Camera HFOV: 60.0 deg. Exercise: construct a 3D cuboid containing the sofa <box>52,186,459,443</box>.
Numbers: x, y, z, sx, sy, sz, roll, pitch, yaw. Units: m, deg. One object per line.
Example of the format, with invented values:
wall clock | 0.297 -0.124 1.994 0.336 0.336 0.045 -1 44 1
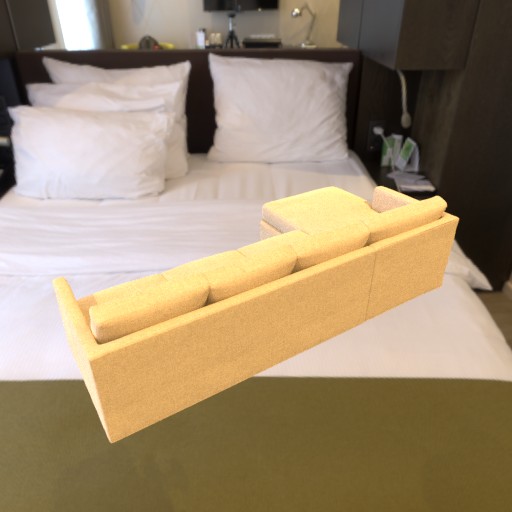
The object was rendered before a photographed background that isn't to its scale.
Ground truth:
sofa | 0.000 0.000 3.829 3.205 0.922 1.650 -18 35 -28
